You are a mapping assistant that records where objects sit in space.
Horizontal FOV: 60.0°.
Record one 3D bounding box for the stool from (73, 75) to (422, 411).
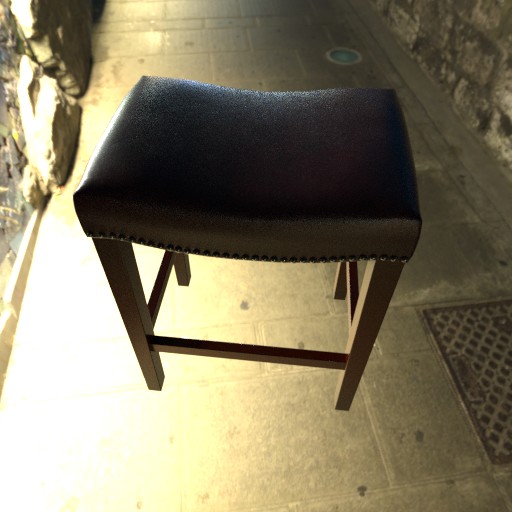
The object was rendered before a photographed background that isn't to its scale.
[{"bbox_3d":[0.000,0.000,0.954,0.504,0.657,0.372,5,49,4],"label":"stool"}]
